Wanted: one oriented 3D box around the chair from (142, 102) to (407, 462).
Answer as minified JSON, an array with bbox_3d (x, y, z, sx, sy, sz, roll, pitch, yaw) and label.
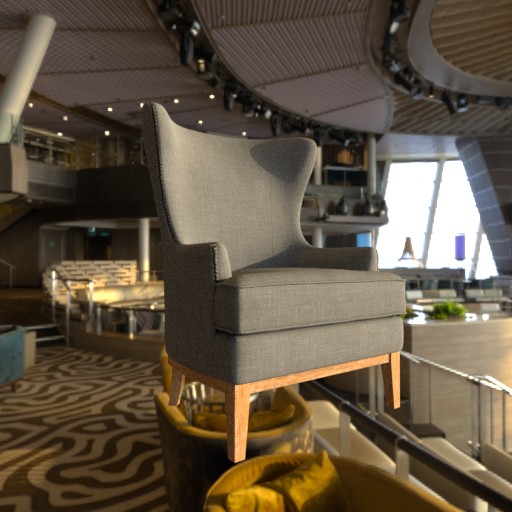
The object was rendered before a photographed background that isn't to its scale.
[{"bbox_3d":[0.000,0.000,1.811,0.864,1.176,0.883,0,-1,-38],"label":"chair"}]
